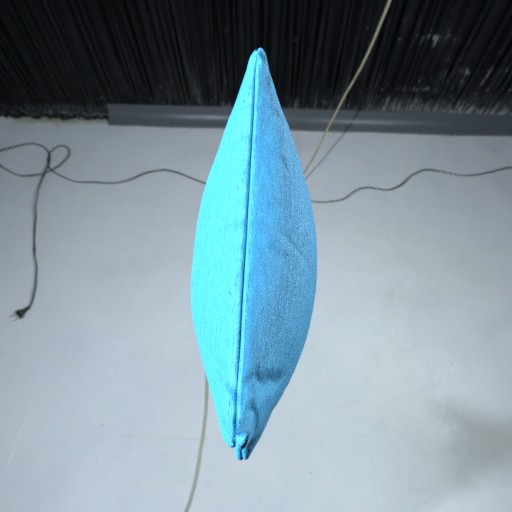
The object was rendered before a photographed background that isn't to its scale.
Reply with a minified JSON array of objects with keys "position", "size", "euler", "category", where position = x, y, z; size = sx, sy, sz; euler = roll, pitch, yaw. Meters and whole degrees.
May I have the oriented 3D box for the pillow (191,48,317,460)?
[{"position":[0.000,0.000,0.764],"size":[0.210,0.338,0.633],"euler":[2,64,1],"category":"pillow"}]
